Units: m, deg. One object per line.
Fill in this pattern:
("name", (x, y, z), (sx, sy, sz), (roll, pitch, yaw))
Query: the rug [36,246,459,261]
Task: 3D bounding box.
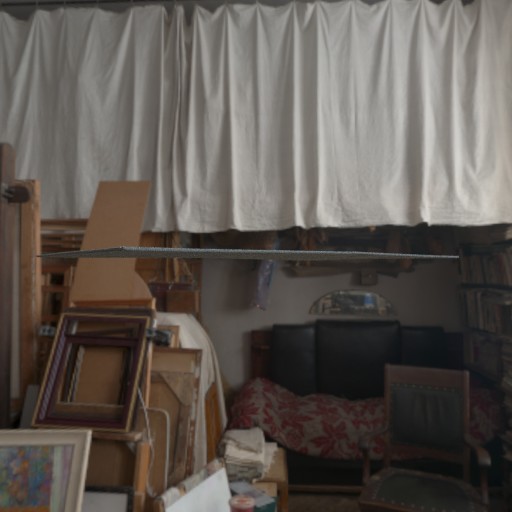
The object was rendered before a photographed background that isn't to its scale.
("rug", (0.000, 0.000, 2.284), (1.853, 0.022, 1.174), (1, -2, -37))
